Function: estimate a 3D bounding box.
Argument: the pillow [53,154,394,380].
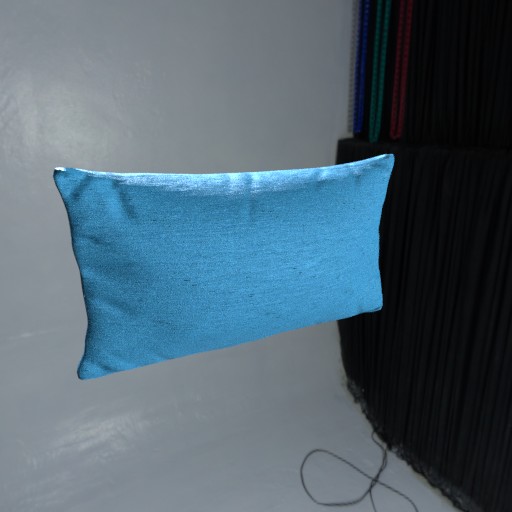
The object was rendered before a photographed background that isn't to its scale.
[{"bbox_3d":[0.000,0.000,0.794,0.633,0.338,0.210,-8,18,-26],"label":"pillow"}]
